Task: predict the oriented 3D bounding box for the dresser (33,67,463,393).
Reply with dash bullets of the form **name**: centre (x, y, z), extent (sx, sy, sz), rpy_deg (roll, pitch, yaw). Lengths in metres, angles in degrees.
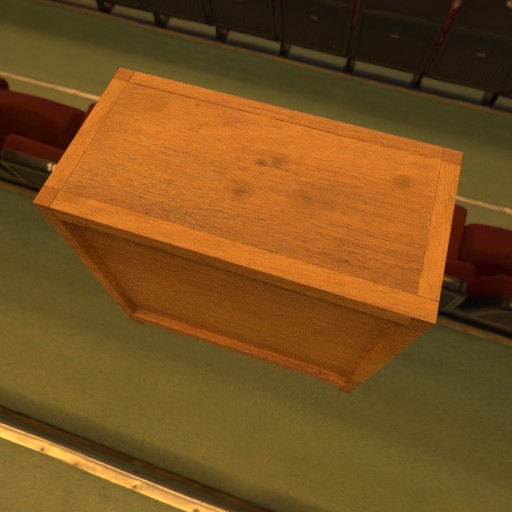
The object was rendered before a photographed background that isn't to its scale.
- **dresser**: centre (0.000, 0.000, 1.280), extent (0.804, 0.804, 0.427), rpy_deg (17, 65, 8)
